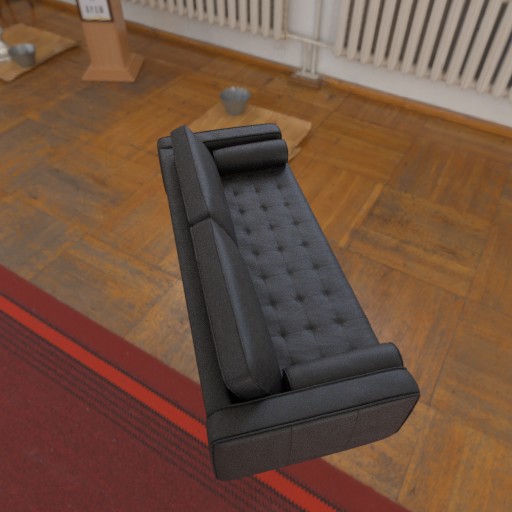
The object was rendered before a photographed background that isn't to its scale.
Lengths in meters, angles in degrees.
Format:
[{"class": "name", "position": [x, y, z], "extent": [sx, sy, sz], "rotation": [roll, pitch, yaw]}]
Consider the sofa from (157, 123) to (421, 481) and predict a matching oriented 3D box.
[{"class": "sofa", "position": [0.000, 0.000, 2.593], "extent": [0.914, 0.762, 2.210], "rotation": [-10, 48, -10]}]
